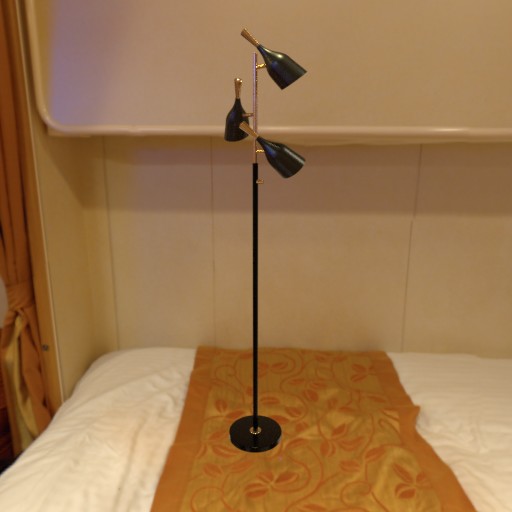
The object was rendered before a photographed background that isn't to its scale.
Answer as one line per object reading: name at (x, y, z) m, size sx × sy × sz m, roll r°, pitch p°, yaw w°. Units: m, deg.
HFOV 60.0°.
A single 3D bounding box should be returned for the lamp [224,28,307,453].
lamp at (0.000, 0.000, 1.919) m, size 0.253 × 1.778 × 0.434 m, roll -13°, pitch 19°, yaw -42°
